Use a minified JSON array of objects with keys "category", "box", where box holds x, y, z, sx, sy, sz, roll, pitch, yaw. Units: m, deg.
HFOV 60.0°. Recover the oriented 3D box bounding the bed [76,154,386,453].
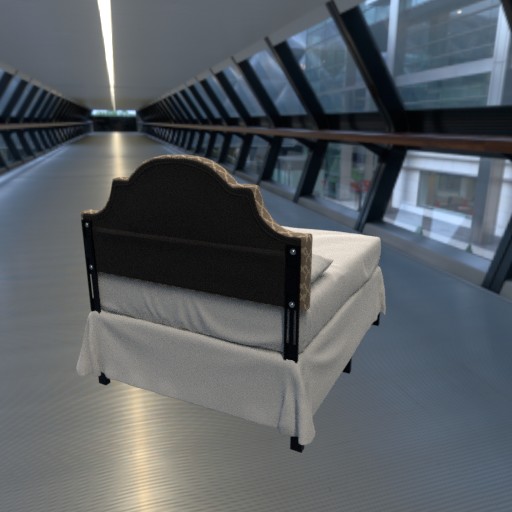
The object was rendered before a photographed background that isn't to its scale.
[{"category":"bed","box":[0.000,0.000,3.480,1.780,1.633,2.222,8,18,26]}]
